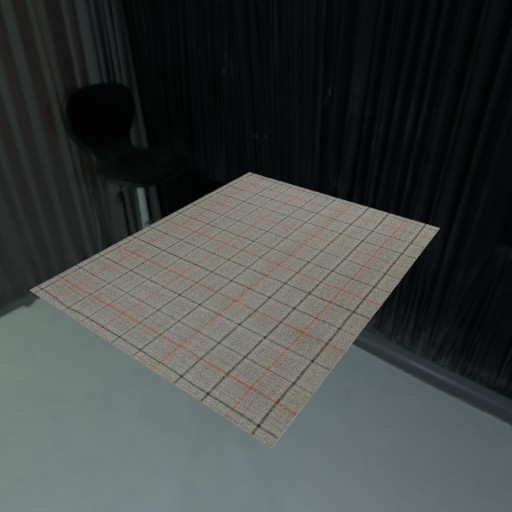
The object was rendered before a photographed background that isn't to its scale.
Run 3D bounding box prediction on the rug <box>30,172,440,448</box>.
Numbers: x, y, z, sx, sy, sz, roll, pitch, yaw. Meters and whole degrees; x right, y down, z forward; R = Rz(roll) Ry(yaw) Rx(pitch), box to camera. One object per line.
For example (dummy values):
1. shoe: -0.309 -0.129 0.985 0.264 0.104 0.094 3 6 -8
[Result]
1. rug: 0.000 0.000 4.116 2.444 0.012 3.048 22 40 29
